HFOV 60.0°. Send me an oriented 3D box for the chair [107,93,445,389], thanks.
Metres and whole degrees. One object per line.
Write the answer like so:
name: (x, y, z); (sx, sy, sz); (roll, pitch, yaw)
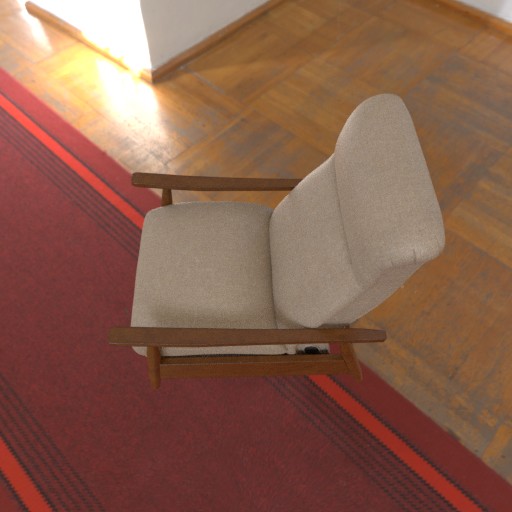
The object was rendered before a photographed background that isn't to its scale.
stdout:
chair: (0.000, 0.000, 1.766); (1.030, 1.082, 0.762); (-2, 58, -1)
